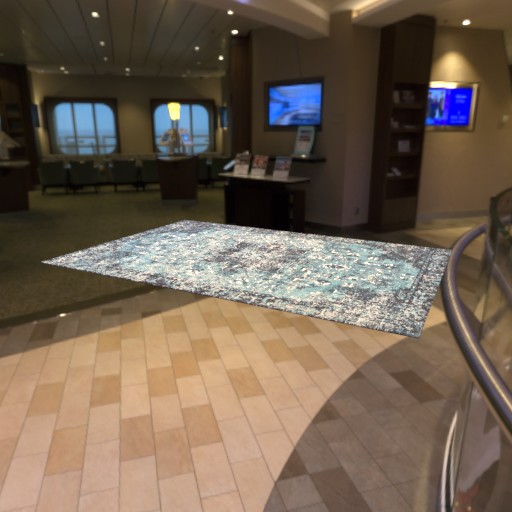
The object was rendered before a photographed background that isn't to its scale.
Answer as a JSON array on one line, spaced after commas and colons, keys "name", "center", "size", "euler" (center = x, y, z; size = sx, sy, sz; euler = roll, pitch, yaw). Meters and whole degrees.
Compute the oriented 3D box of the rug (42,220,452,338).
[{"name": "rug", "center": [0.000, 0.000, 2.358], "size": [1.828, 0.005, 1.219], "euler": [8, 18, 27]}]
